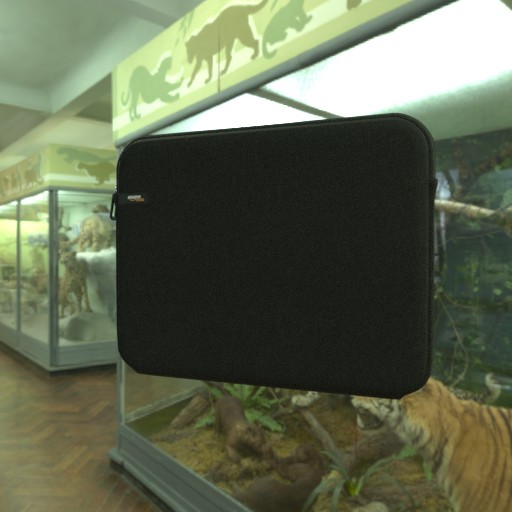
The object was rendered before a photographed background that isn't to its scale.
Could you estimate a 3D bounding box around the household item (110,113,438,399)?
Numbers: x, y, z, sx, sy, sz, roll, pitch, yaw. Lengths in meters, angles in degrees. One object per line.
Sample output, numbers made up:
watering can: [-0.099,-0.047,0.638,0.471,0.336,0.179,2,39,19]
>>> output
household item: [0.000,0.000,0.522,0.396,0.305,0.030,0,1,18]
